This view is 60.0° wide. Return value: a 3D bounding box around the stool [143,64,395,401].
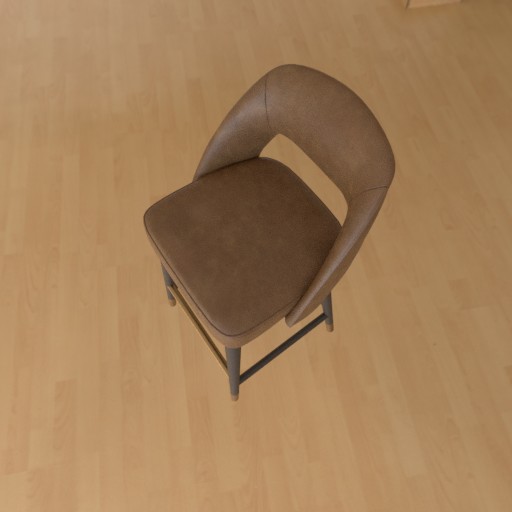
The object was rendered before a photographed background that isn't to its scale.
[{"bbox_3d":[0.000,0.000,1.277,0.509,0.940,0.494,-32,67,-15],"label":"stool"}]
